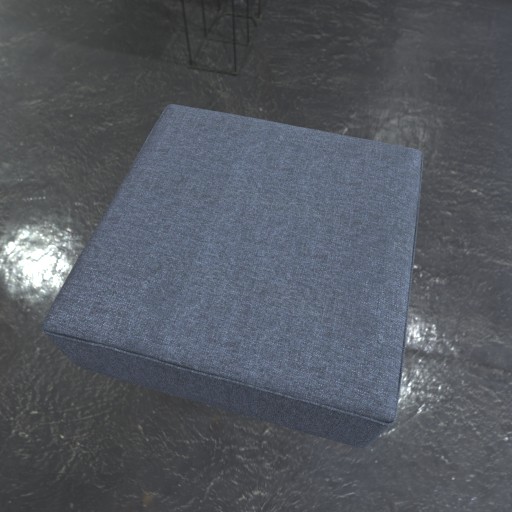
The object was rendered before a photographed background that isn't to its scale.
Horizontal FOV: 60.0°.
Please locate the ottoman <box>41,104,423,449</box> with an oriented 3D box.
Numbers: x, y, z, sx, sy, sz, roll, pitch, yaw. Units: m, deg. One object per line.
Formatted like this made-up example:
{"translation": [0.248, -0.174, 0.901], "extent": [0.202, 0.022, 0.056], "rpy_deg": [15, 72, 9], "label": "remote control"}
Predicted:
{"translation": [0.000, 0.000, 1.573], "extent": [1.017, 0.423, 1.023], "rpy_deg": [14, 59, 8], "label": "ottoman"}
